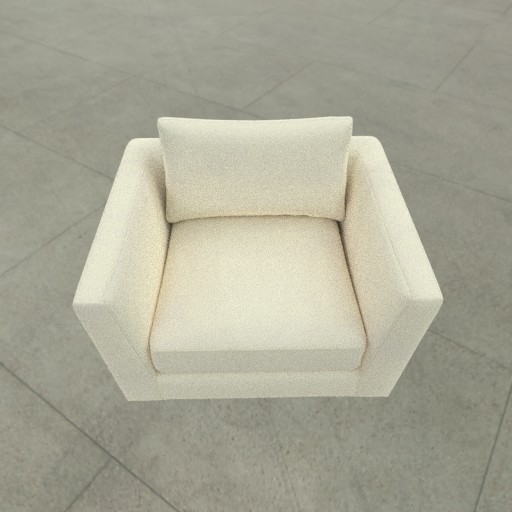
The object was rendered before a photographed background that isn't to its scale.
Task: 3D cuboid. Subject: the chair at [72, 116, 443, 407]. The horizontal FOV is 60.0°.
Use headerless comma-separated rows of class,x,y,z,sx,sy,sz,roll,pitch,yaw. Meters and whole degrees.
chair,0.000,0.000,1.697,1.041,0.865,0.889,-1,45,-1
